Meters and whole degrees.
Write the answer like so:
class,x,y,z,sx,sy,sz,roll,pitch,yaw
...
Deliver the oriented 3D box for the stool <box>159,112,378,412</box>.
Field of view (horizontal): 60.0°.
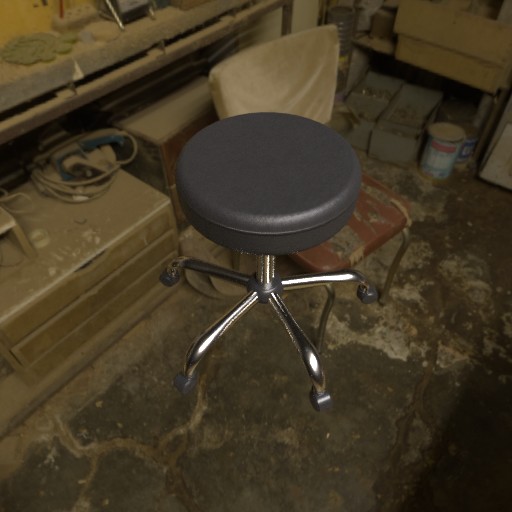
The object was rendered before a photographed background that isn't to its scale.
class,x,y,z,sx,sy,sz,roll,pitch,yaw
stool,0.000,0.000,1.142,0.673,0.576,0.638,33,56,26
